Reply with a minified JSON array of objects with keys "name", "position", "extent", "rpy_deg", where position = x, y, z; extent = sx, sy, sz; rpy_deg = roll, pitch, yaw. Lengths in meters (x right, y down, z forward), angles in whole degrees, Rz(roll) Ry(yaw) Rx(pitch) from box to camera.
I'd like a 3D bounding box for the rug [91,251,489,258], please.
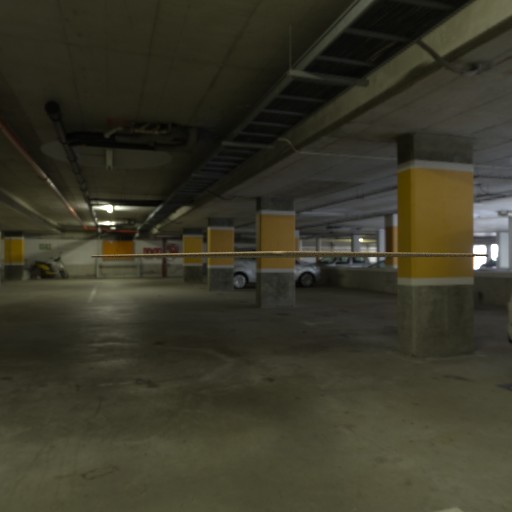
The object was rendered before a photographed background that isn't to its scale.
[{"name":"rug","position":[0.000,0.000,2.099],"extent":[1.062,0.013,1.667],"rpy_deg":[0,0,-36]}]
